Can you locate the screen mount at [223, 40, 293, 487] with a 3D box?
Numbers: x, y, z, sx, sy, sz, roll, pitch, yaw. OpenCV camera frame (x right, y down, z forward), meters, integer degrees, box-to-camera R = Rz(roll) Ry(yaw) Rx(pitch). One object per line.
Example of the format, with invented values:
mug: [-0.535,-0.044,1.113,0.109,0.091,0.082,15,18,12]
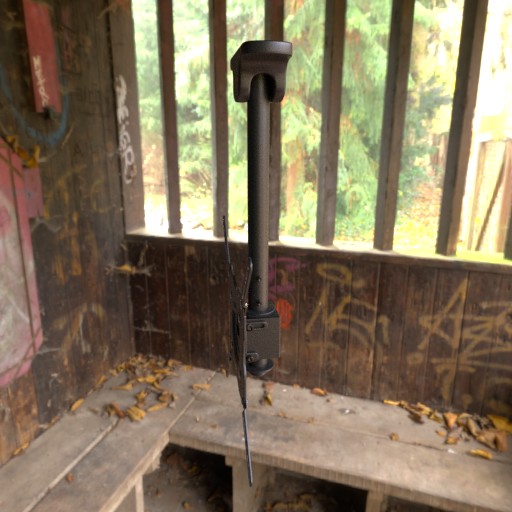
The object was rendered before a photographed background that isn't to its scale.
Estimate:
screen mount: [0.000,0.000,0.860,0.090,0.729,0.393,-3,15,-10]
